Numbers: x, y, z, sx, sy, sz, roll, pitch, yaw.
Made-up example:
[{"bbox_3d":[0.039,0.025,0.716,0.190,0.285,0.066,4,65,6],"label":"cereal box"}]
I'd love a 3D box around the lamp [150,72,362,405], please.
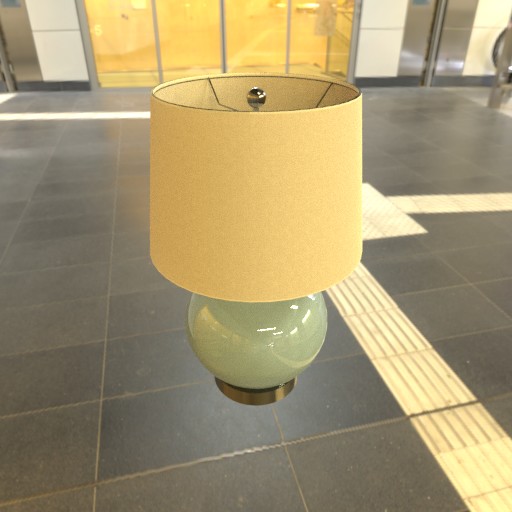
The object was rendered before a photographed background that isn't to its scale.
[{"bbox_3d":[0.000,0.000,0.536,0.247,0.387,0.247,0,31,0],"label":"lamp"}]
